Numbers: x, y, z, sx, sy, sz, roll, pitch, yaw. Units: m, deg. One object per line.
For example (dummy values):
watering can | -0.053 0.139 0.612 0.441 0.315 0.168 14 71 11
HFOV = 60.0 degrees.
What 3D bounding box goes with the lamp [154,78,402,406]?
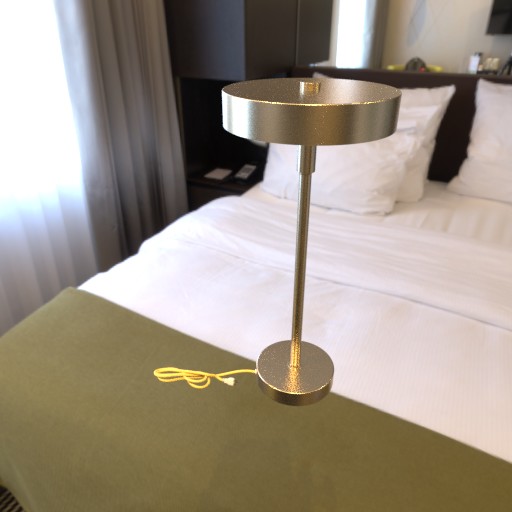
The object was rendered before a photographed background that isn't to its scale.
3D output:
lamp | 0.000 0.000 0.689 0.369 0.508 0.229 -1 29 -2
